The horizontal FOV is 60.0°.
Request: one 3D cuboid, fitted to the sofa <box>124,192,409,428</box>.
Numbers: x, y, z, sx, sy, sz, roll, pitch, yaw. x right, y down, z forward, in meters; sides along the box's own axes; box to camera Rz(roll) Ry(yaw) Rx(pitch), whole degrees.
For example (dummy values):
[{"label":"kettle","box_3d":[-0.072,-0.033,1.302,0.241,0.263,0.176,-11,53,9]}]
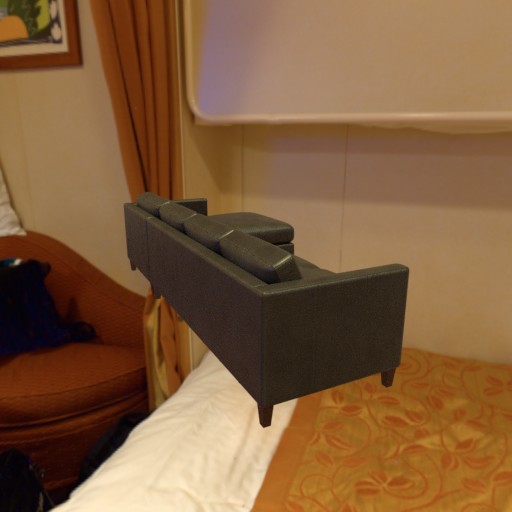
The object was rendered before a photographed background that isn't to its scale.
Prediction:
[{"label":"sofa","box_3d":[0.000,0.000,3.831,1.581,0.883,3.203,-8,17,-26]}]
